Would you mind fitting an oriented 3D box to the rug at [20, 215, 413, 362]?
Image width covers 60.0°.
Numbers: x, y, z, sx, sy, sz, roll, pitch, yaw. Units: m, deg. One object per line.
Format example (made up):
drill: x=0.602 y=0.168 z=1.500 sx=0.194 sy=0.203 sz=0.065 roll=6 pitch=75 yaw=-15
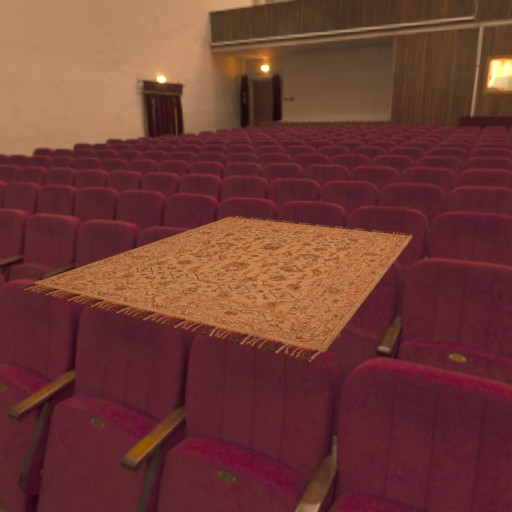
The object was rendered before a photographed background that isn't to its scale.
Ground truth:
rug: x=0.000 y=0.000 z=2.249 sx=1.278 sy=0.009 sz=1.726 roll=8 pitch=18 yaw=26
